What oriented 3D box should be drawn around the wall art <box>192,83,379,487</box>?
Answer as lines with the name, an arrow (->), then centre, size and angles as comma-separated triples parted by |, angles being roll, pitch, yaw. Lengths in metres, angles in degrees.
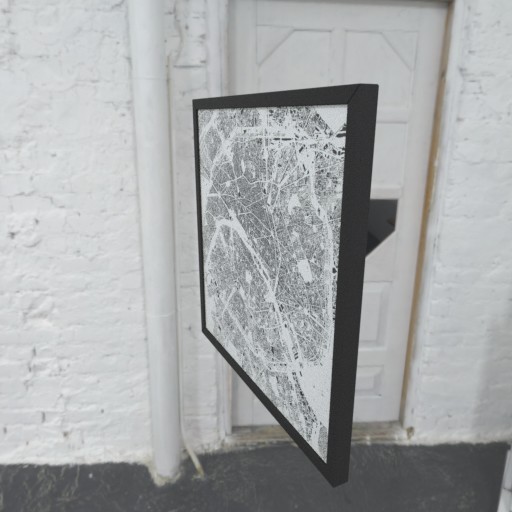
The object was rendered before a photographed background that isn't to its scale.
wall art -> 0.000, 0.000, 1.111 | 0.037, 0.763, 0.763 | -9, 20, -26
